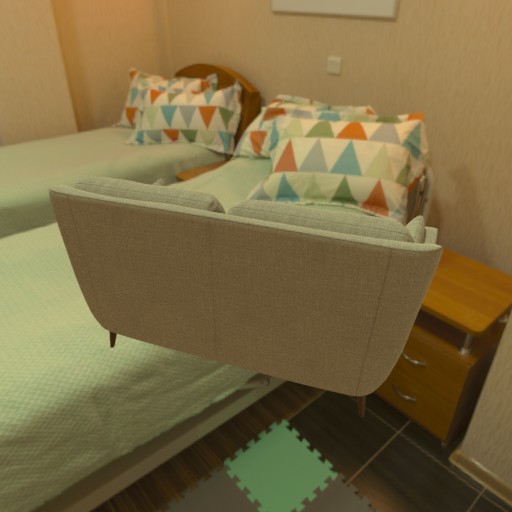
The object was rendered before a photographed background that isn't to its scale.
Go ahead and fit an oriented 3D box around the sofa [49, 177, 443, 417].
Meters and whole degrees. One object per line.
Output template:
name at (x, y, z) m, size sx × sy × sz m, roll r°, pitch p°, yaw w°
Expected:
sofa at (0.000, 0.000, 2.189) m, size 1.652 × 0.888 × 0.965 m, roll 11°, pitch 33°, yaw 17°
